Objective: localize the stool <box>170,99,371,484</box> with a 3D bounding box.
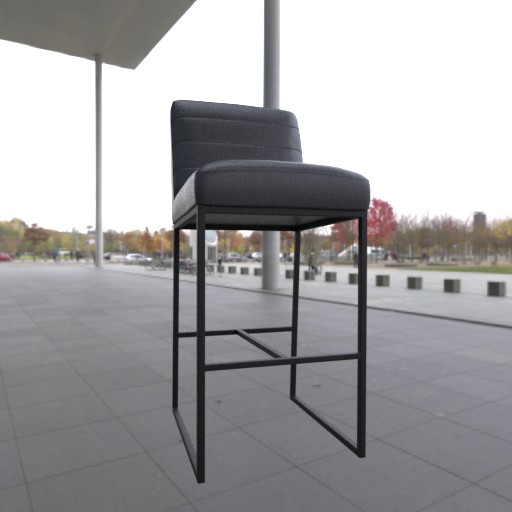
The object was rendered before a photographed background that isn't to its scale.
[{"bbox_3d":[0.000,0.000,1.316,0.457,1.040,0.552,0,0,-17],"label":"stool"}]
